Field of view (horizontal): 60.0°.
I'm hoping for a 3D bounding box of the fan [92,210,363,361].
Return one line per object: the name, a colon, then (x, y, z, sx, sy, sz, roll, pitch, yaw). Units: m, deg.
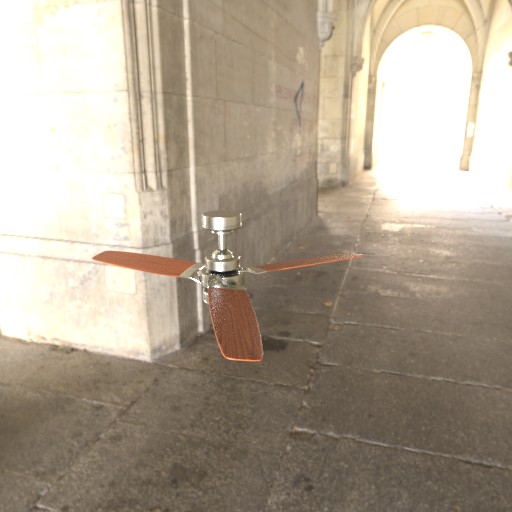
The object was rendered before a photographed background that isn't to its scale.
fan: (0.000, 0.000, 2.044, 1.271, 0.410, 1.416, -8, 18, -27)
